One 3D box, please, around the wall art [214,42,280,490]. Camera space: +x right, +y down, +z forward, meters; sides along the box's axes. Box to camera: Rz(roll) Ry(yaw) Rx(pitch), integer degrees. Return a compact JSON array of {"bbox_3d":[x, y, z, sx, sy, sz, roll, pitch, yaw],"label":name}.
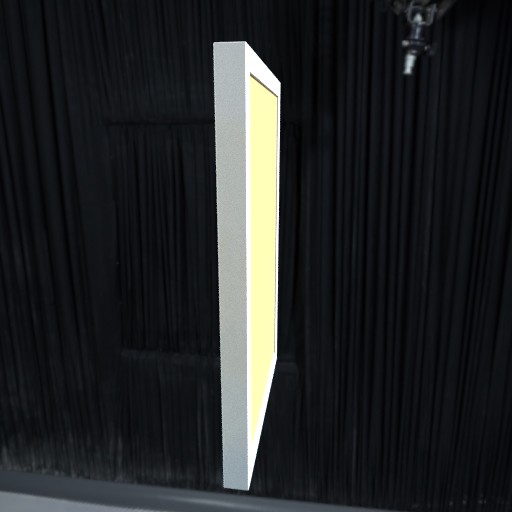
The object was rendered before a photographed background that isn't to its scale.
[{"bbox_3d":[0.000,0.000,0.776,0.038,0.611,0.408,2,15,8],"label":"wall art"}]
